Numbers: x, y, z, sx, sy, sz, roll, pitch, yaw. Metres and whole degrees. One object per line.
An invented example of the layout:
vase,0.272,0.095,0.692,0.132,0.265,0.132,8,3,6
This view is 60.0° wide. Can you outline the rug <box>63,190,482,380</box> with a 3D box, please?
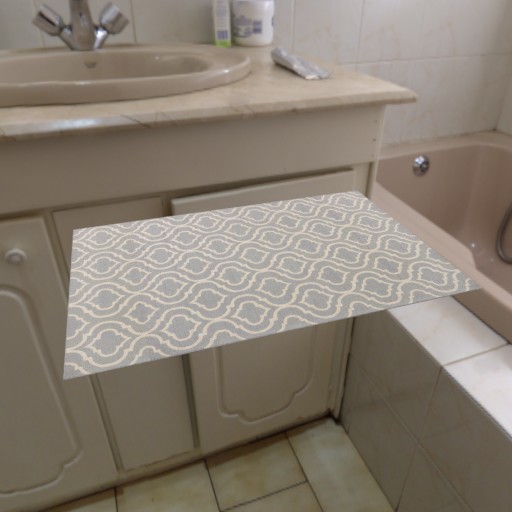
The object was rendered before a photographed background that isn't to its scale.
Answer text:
rug,0.000,0.000,2.205,1.749,0.015,1.141,-10,33,-15
